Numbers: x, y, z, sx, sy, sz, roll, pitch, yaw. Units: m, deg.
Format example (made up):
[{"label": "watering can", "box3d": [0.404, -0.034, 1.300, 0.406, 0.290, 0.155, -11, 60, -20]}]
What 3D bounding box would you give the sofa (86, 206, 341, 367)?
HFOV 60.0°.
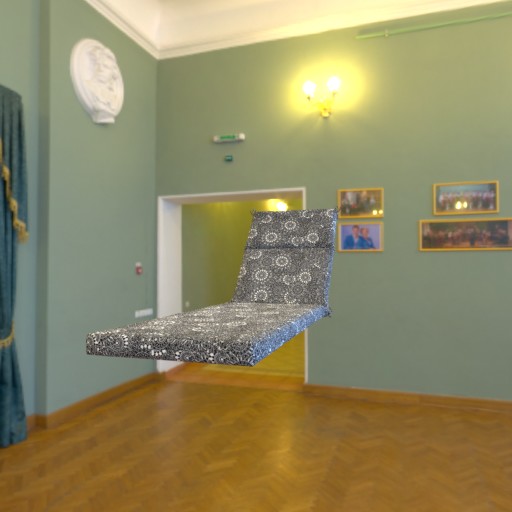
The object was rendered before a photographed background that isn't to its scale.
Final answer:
[{"label": "sofa", "box3d": [0.000, 0.000, 1.992, 0.582, 0.622, 1.663, 0, -1, 18]}]
